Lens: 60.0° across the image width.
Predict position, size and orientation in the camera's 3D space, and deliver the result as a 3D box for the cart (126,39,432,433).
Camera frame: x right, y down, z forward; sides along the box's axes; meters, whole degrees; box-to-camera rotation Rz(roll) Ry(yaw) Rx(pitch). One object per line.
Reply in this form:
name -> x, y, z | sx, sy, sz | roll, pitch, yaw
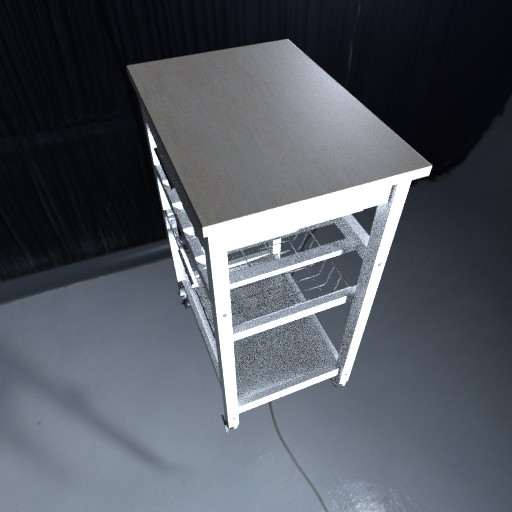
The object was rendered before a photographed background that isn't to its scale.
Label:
cart -> 0.000, 0.000, 1.189 | 0.406, 0.857, 0.578 | -17, 49, -15
